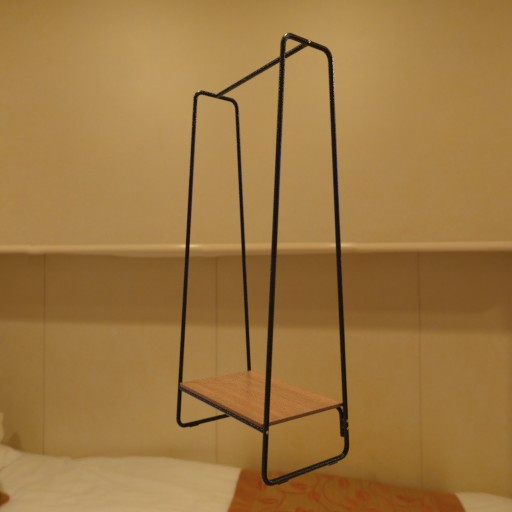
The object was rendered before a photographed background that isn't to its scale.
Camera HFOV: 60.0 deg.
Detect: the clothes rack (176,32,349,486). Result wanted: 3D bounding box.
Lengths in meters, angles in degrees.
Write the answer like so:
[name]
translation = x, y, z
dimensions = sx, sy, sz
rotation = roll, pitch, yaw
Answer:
[clothes rack]
translation = 0.000, 0.000, 1.787
dimensions = 0.400, 1.500, 0.640
rotation = 1, -1, -36
